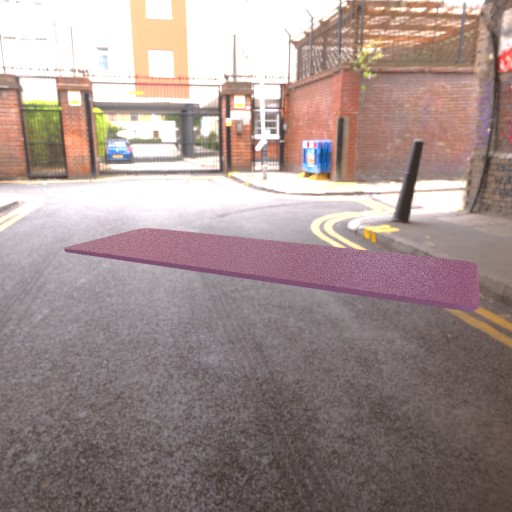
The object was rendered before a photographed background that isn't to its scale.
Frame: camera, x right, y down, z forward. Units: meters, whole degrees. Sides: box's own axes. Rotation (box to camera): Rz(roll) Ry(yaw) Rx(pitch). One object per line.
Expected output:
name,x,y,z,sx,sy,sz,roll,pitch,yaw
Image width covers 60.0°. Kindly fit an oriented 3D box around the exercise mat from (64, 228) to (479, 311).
exercise mat,0.000,0.000,2.063,1.869,0.021,0.616,7,16,25
